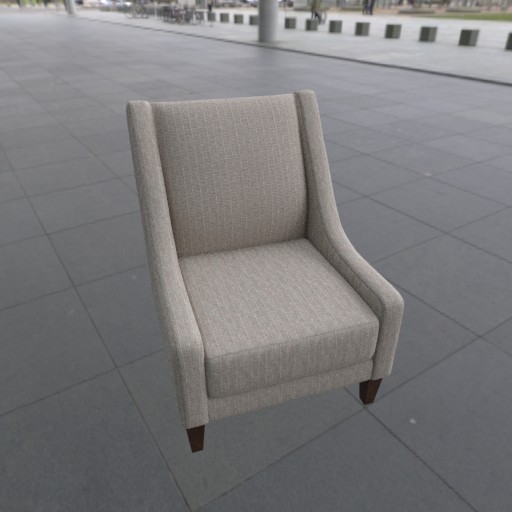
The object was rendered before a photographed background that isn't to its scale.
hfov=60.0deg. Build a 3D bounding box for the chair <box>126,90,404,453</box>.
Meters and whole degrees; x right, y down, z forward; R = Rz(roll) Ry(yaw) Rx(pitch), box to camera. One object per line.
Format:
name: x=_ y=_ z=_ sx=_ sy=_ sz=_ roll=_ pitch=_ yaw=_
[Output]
chair: x=0.000 y=0.000 z=1.655 sx=0.774 sy=1.014 sz=0.870 roll=-9 pitch=32 yaw=-15
